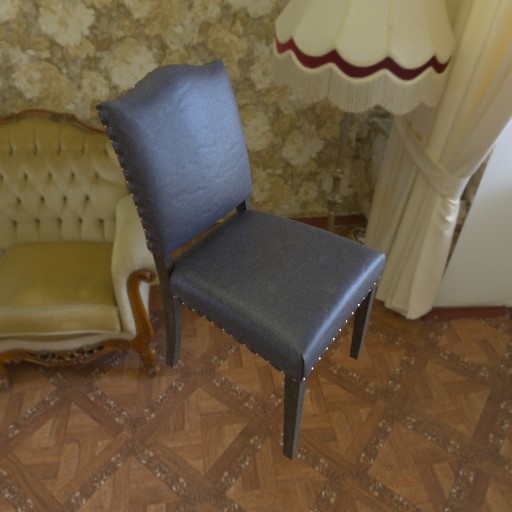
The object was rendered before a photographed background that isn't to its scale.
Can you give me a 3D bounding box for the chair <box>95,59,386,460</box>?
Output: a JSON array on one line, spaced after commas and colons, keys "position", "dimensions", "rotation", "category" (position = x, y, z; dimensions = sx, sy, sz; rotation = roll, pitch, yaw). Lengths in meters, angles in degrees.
[{"position": [0.000, 0.000, 1.318], "dimensions": [0.633, 0.991, 0.500], "rotation": [24, 45, 27], "category": "chair"}]
